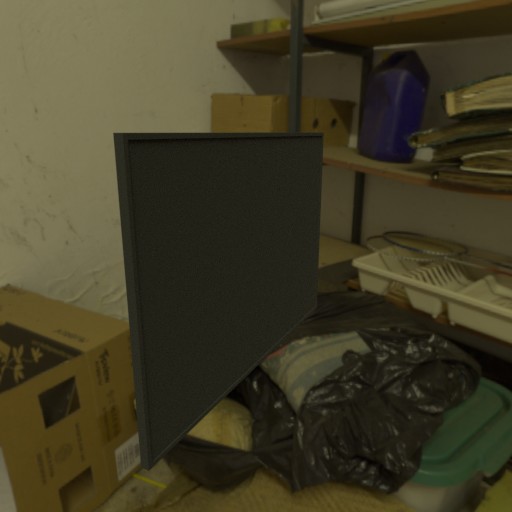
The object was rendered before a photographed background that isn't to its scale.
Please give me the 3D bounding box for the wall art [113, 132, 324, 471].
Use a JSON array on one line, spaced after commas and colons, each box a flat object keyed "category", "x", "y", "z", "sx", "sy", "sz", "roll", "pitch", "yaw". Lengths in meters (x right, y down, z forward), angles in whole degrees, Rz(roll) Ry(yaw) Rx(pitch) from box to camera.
[{"category": "wall art", "x": 0.000, "y": 0.000, "z": 1.499, "sx": 0.028, "sy": 0.805, "sz": 1.190, "roll": 8, "pitch": 18, "yaw": 27}]
